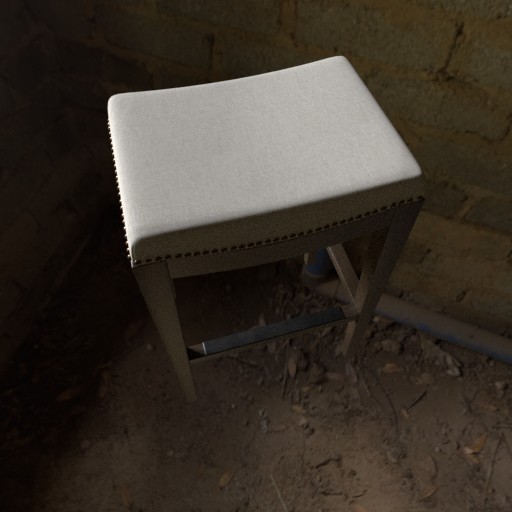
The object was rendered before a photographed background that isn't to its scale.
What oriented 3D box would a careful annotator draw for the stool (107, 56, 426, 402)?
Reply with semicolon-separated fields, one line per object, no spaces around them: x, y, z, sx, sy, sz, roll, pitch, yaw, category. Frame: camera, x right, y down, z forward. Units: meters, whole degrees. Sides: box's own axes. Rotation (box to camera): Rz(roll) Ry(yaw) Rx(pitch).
0.000;0.000;1.047;0.498;0.759;0.358;-13;58;-9;stool
